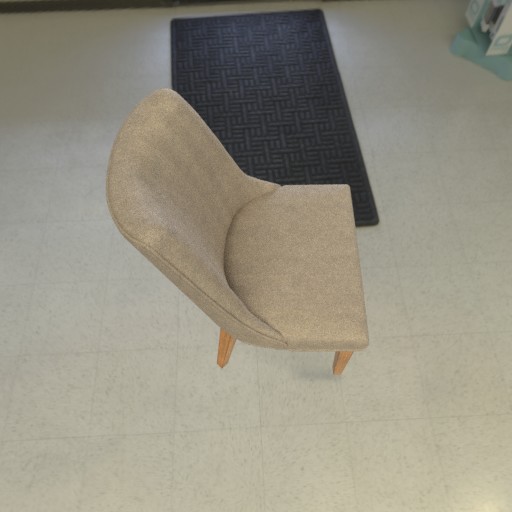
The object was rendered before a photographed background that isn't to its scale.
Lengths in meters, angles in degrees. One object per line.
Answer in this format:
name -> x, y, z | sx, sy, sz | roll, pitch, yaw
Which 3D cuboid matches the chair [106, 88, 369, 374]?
chair -> 0.000, 0.000, 1.336 | 0.636, 0.916, 0.548 | 0, 62, 0
